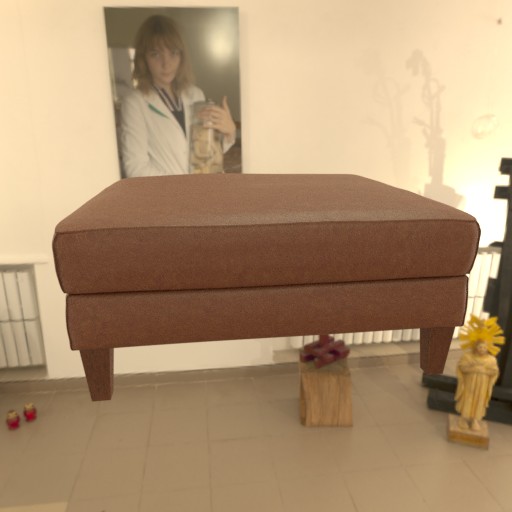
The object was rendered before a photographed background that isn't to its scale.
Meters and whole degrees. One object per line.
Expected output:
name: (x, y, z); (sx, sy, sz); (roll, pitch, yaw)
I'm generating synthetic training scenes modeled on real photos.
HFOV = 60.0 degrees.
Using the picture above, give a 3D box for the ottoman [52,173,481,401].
ottoman: (0.000, 0.000, 1.406); (0.987, 0.472, 0.836); (-2, 16, -8)
